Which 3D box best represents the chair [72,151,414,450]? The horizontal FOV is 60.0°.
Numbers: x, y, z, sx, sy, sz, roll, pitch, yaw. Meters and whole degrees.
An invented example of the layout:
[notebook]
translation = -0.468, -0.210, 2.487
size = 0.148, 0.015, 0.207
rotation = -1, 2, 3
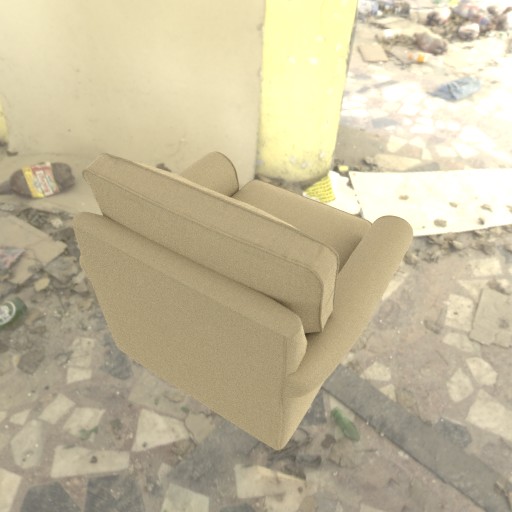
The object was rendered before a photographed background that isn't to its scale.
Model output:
[chair]
translation = 0.000, 0.000, 1.756
size = 1.029, 0.967, 0.966
rotation = 24, 50, 23
